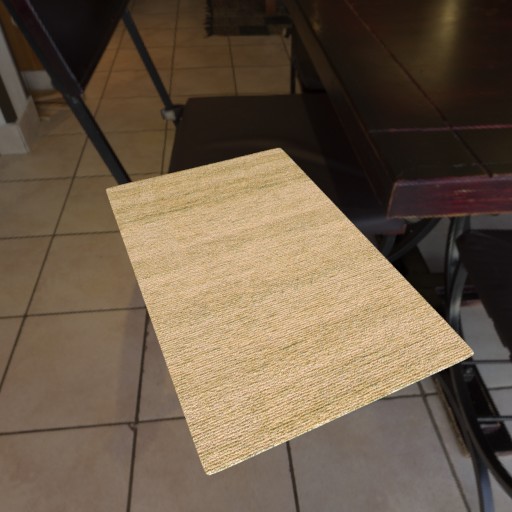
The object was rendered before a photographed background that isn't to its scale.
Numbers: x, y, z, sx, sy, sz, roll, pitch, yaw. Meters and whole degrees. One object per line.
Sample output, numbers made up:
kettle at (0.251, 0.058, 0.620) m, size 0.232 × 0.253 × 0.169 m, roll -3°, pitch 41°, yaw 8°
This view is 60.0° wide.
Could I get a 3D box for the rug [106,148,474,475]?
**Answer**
rug at (0.000, 0.000, 2.182) m, size 1.143 × 0.010 × 1.758 m, roll -17°, pitch 46°, yaw -17°
